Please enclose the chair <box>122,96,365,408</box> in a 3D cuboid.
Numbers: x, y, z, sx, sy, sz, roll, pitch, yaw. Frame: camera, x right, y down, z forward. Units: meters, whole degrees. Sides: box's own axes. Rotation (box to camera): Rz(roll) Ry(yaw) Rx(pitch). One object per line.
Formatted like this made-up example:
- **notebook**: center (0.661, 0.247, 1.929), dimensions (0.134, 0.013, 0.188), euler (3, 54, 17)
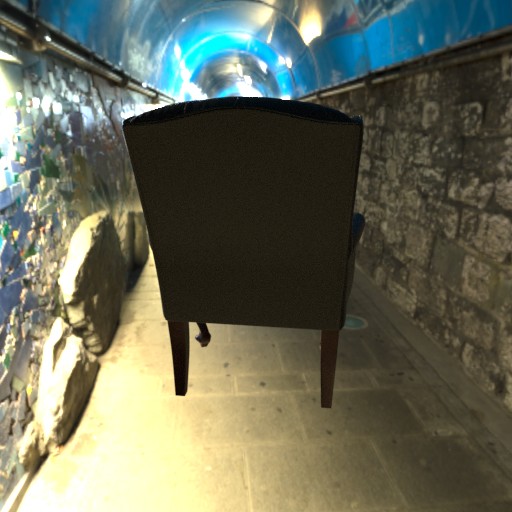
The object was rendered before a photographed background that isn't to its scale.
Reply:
- **chair**: center (0.000, 0.000, 1.691), dimensions (0.838, 1.111, 0.762), euler (2, 16, 8)
